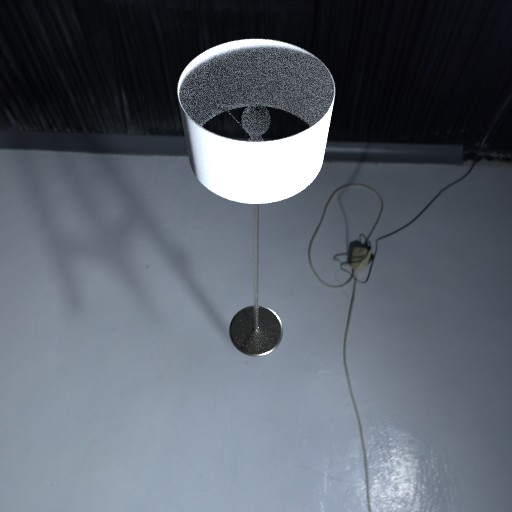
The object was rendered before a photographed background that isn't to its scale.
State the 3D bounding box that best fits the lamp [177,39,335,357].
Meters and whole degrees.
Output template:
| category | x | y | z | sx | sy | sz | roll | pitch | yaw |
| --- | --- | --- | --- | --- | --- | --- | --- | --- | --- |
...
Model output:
| category | x | y | z | sx | sy | sz | roll | pitch | yaw |
| --- | --- | --- | --- | --- | --- | --- | --- | --- | --- |
| lamp | 0.000 | 0.000 | 1.594 | 0.347 | 1.443 | 0.347 | 2 | 59 | 1 |
